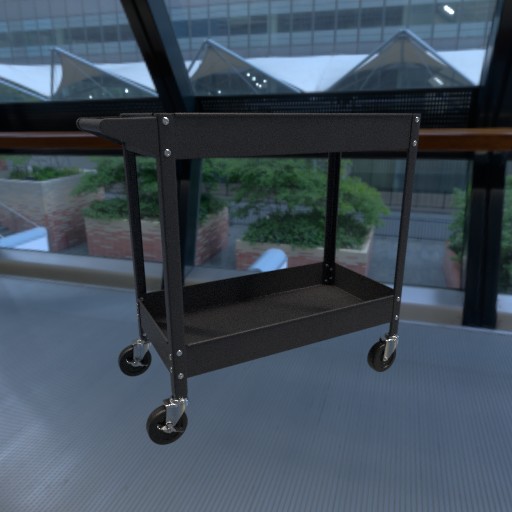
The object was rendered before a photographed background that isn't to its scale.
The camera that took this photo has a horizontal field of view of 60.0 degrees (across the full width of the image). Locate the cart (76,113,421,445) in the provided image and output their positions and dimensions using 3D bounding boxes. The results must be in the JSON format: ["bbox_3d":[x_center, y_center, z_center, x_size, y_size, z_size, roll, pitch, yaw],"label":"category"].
[{"bbox_3d":[0.000,0.000,1.175,0.779,0.719,0.366,-9,20,-26],"label":"cart"}]
